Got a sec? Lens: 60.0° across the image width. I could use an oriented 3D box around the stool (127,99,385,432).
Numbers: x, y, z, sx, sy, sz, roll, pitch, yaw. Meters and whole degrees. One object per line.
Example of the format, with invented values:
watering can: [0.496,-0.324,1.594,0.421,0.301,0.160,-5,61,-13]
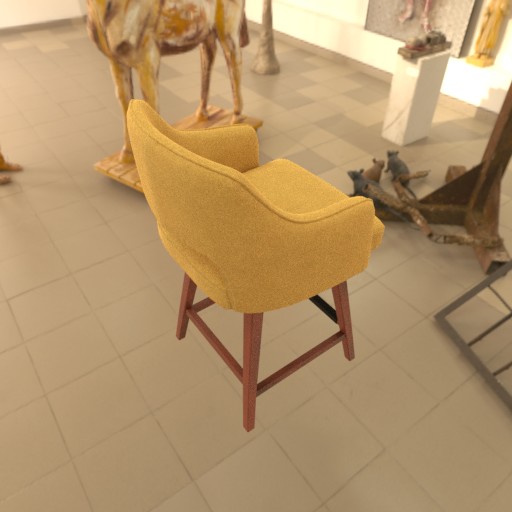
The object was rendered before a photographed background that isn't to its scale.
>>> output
stool: [0.000,0.000,1.295,0.558,0.924,0.548,-26,48,-26]
